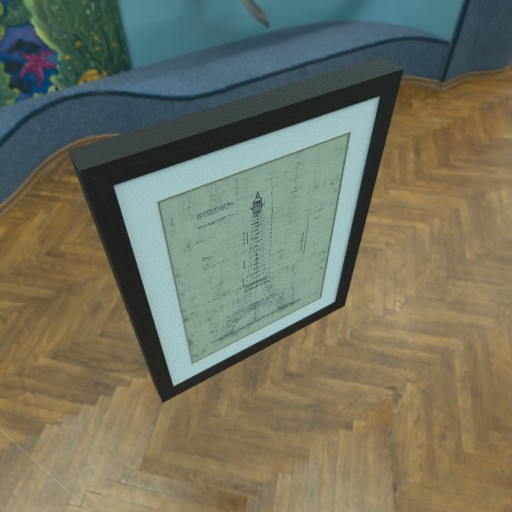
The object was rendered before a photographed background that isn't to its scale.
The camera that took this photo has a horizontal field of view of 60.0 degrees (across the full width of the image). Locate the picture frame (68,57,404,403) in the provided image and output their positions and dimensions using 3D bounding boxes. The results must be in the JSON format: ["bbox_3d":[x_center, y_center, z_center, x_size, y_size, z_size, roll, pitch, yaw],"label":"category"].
[{"bbox_3d":[0.000,0.000,0.753,0.452,0.555,0.044,-24,52,-20],"label":"picture frame"}]
